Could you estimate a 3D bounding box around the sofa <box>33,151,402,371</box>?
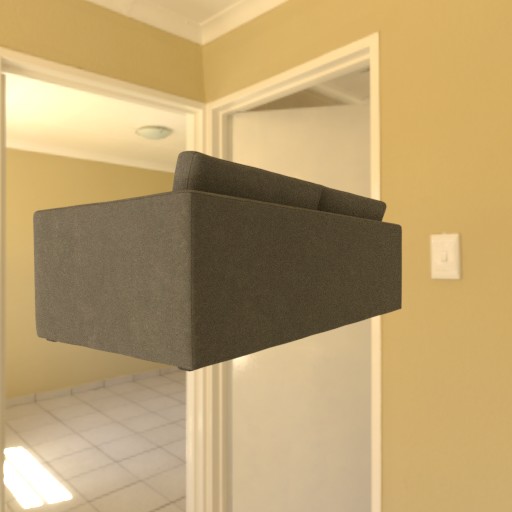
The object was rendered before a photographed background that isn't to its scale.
[{"bbox_3d":[0.000,0.000,2.746,1.092,0.838,2.257,0,0,36],"label":"sofa"}]
